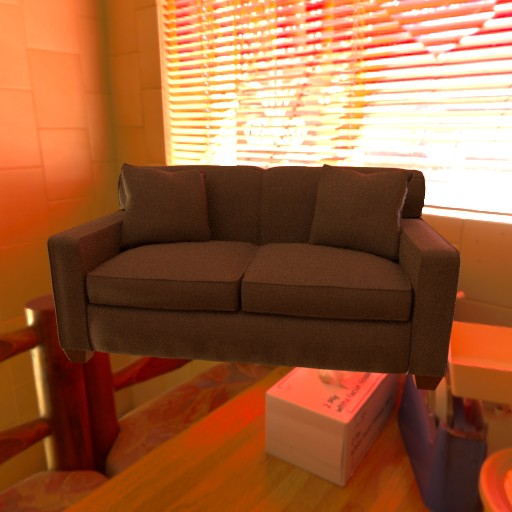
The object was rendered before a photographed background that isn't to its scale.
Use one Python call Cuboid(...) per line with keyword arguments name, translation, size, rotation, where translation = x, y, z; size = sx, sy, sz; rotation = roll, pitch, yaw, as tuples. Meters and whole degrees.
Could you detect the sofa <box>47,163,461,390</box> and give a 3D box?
Cuboid(name="sofa", translation=(0.000, 0.000, 2.401), size=(1.846, 0.958, 1.000), rotation=(2, 16, 8))
